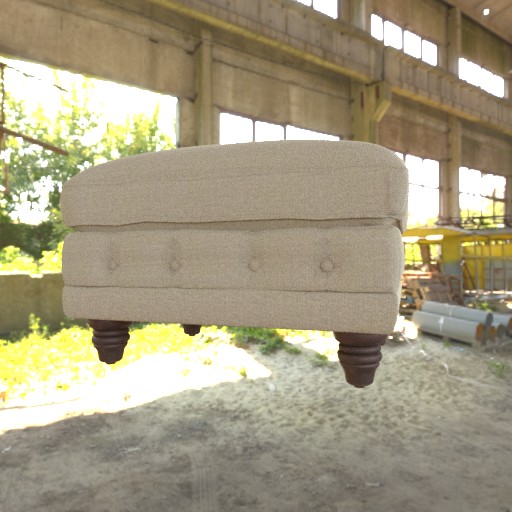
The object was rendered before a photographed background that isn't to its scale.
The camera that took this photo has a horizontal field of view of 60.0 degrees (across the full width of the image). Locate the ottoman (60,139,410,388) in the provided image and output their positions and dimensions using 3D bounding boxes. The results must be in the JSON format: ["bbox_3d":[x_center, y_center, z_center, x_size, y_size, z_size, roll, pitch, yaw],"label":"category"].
[{"bbox_3d":[0.000,0.000,1.040,0.684,0.463,0.541,0,-1,19],"label":"ottoman"}]
